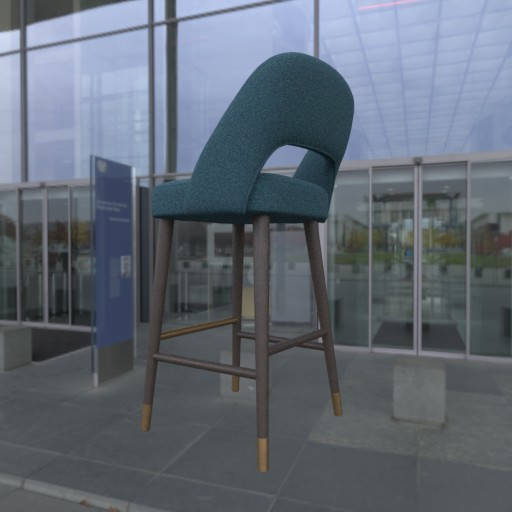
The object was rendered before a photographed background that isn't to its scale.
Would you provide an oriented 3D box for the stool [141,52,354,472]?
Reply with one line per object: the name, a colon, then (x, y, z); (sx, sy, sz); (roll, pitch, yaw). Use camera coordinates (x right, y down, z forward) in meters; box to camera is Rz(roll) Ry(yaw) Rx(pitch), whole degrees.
stool: (0.000, 0.000, 1.344); (0.522, 1.032, 0.536); (1, 1, 35)
